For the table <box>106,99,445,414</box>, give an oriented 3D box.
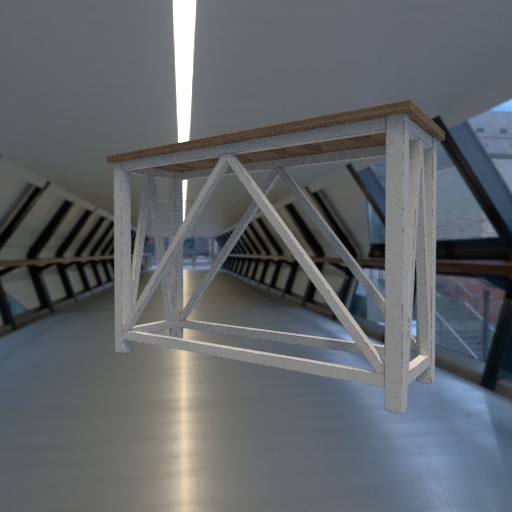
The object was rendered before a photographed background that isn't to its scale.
[{"bbox_3d":[0.000,0.000,1.873,1.400,0.930,0.450,1,2,35],"label":"table"}]
